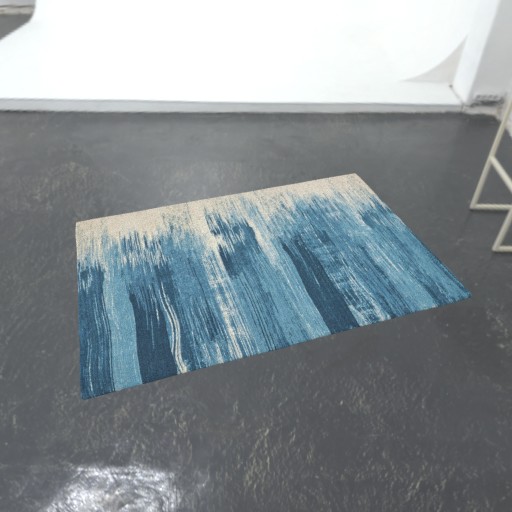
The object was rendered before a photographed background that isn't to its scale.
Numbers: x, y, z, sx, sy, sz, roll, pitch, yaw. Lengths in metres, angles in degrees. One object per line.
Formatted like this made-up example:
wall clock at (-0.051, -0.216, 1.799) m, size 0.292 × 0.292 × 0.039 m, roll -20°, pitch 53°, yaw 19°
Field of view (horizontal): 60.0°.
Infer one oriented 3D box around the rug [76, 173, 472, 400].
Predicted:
rug at (0.000, 0.000, 2.380) m, size 1.836 × 0.009 × 1.232 m, roll -12°, pitch 42°, yaw -14°
